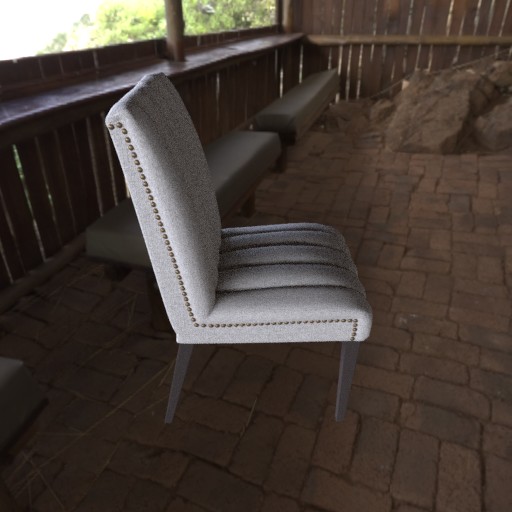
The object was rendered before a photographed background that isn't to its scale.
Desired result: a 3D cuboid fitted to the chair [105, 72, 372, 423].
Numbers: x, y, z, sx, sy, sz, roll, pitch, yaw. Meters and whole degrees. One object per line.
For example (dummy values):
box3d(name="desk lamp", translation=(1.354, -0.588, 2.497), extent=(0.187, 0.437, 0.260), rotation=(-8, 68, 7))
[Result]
box3d(name="chair", translation=(0.000, 0.000, 1.382), extent=(0.647, 1.016, 0.511), rotation=(-1, 32, -1))
